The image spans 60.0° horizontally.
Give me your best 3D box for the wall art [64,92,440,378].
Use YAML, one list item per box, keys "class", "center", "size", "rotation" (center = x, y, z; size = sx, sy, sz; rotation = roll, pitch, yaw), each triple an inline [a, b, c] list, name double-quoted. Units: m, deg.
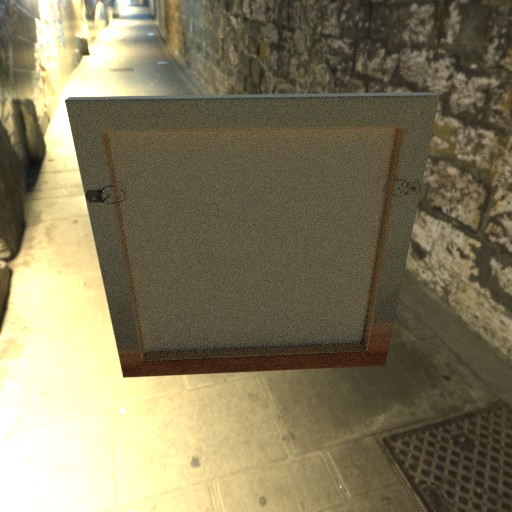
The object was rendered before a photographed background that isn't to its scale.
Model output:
- class: "wall art"
  center: [0.000, 0.000, 0.876]
  size: [0.605, 0.605, 0.034]
  rotation: [-2, 31, -3]
